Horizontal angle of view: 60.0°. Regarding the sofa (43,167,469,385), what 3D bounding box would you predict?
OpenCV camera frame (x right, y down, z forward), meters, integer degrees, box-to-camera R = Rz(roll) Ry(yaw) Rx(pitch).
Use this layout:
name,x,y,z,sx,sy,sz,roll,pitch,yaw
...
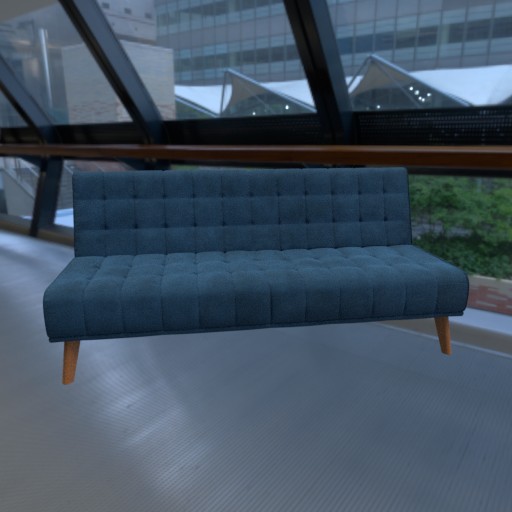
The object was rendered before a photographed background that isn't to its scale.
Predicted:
name,x,y,z,sx,sy,sz,roll,pitch,yaw
sofa,0.000,0.000,2.234,1.804,0.813,0.855,-2,16,-8
